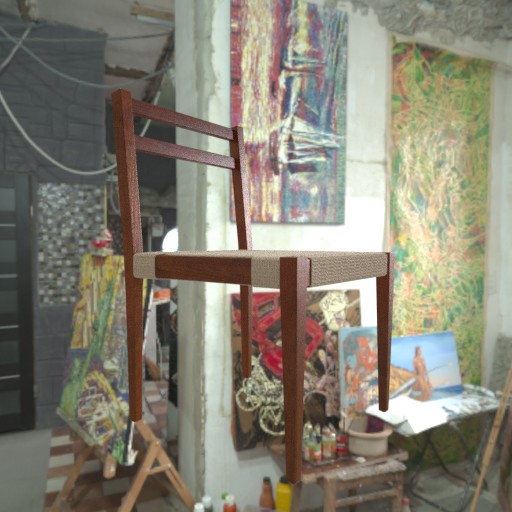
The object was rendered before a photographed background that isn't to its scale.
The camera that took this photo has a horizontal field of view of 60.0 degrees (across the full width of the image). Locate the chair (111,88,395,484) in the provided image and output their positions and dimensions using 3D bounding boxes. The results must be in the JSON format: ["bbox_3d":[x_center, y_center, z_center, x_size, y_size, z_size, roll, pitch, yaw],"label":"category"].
[{"bbox_3d":[0.000,0.000,1.178,0.569,0.851,0.495,1,2,38],"label":"chair"}]
